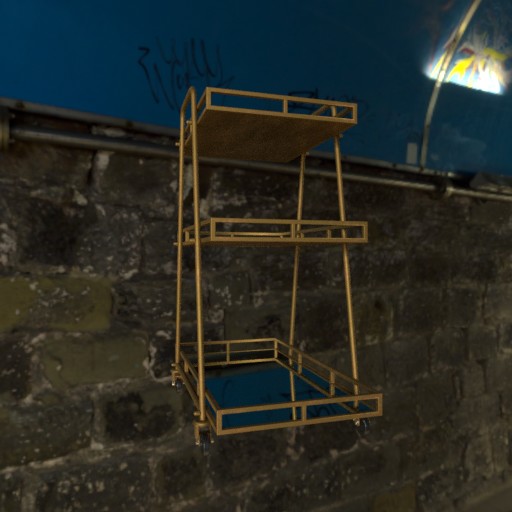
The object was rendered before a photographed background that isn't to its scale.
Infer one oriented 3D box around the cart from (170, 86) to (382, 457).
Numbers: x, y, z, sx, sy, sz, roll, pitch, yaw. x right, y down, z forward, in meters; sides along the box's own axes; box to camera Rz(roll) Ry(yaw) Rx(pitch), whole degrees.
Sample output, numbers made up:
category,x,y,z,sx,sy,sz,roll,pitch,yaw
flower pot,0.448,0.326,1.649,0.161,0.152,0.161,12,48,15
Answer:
category,x,y,z,sx,sy,sz,roll,pitch,yaw
cart,0.000,0.000,1.285,0.441,0.883,0.711,0,0,-17
